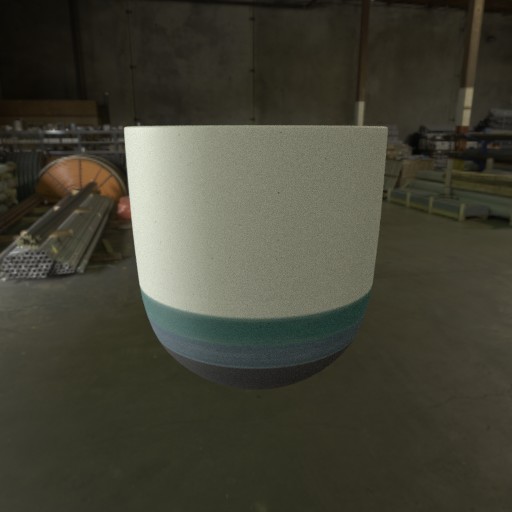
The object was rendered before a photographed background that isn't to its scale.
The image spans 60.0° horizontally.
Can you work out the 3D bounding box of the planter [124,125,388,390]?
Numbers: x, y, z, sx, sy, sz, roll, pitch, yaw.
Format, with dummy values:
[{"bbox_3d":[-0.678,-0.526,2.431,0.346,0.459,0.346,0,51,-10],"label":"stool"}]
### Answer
[{"bbox_3d":[0.000,0.000,0.384,0.204,0.214,0.204,0,16,0],"label":"planter"}]
